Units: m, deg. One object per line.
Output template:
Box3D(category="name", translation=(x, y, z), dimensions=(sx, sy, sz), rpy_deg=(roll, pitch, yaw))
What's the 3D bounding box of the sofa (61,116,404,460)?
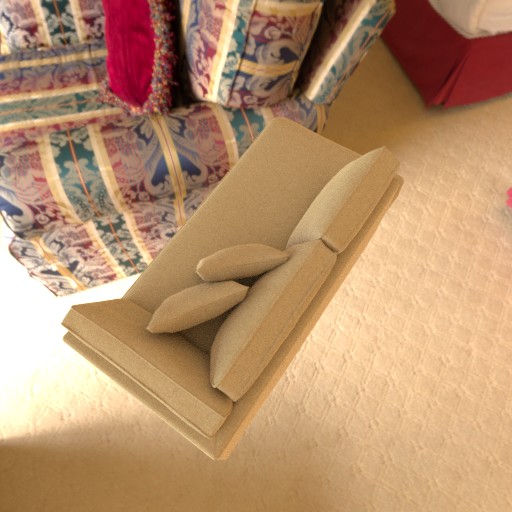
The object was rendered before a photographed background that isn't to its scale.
Box3D(category="sofa", translation=(0.000, 0.000, 2.915), dimensions=(1.110, 1.033, 2.237), rpy_deg=(32, 69, 14))
